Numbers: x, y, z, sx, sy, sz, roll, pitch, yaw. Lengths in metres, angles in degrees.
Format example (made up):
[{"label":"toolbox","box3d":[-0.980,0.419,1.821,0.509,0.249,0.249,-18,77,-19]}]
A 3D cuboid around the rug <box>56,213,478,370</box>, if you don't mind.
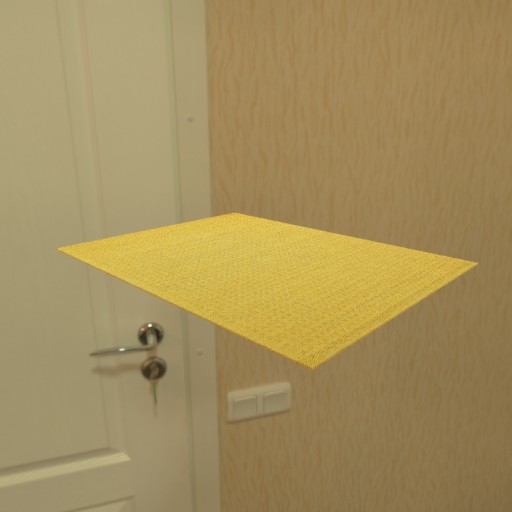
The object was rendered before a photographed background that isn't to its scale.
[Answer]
[{"label":"rug","box3d":[0.000,0.000,4.274,3.242,0.015,2.486,16,23,42]}]
